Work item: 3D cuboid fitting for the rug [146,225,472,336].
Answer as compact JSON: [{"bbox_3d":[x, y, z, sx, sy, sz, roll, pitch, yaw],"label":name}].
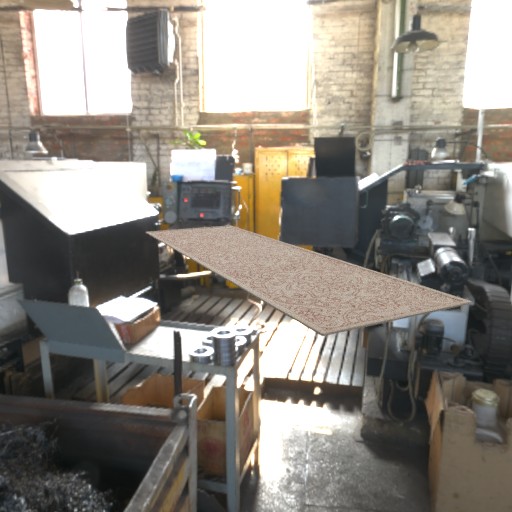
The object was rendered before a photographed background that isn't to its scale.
[{"bbox_3d":[0.000,0.000,2.736,0.769,0.012,2.448,-6,14,-27],"label":"rug"}]
